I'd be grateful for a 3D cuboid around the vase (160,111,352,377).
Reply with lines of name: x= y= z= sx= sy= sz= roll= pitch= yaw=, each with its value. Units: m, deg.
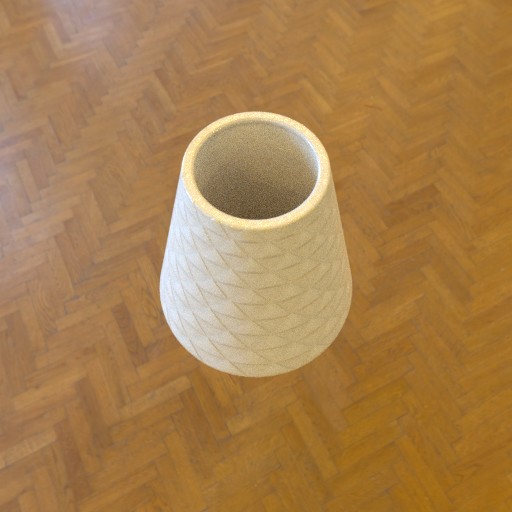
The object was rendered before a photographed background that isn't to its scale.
vase: x=0.000 y=0.000 z=0.362 sx=0.175 sy=0.230 sz=0.175 roll=0 pitch=63 yaw=0
